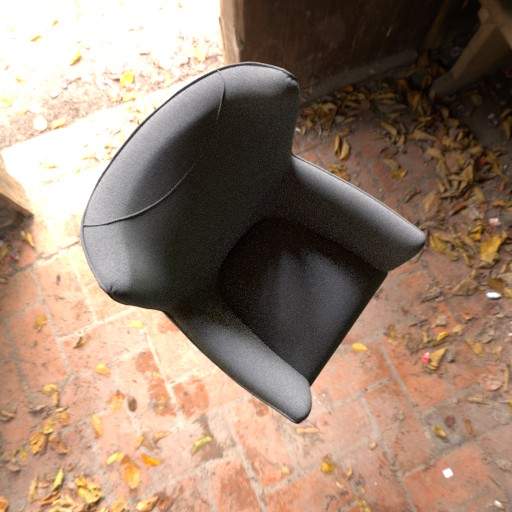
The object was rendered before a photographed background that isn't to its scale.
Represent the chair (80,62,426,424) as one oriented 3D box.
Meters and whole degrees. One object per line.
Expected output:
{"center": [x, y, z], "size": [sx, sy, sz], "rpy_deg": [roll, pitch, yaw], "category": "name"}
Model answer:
{"center": [0.000, 0.000, 1.581], "size": [0.888, 0.933, 0.781], "rpy_deg": [36, 79, 8], "category": "chair"}
